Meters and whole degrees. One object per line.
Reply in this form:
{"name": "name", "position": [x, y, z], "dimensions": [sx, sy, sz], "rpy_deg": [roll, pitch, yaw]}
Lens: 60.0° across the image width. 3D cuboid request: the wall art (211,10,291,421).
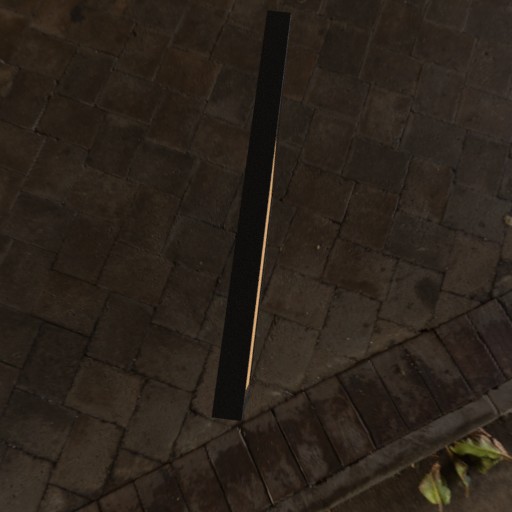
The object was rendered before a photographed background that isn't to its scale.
{"name": "wall art", "position": [0.000, 0.000, 0.738], "dimensions": [0.029, 0.559, 0.457], "rpy_deg": [7, 76, 2]}
